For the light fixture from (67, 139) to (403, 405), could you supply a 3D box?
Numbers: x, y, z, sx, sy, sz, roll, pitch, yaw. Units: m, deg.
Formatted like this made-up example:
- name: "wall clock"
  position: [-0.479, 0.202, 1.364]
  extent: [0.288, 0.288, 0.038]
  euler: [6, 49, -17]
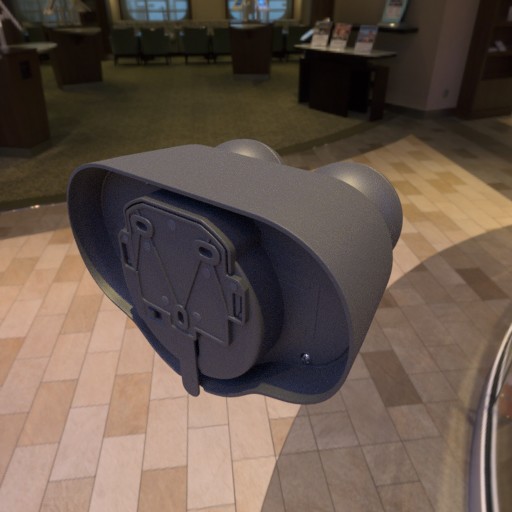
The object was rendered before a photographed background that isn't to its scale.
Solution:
- name: "light fixture"
  position: [0.000, 0.000, 0.331]
  extent: [0.229, 0.159, 0.159]
  euler: [21, 37, 31]
